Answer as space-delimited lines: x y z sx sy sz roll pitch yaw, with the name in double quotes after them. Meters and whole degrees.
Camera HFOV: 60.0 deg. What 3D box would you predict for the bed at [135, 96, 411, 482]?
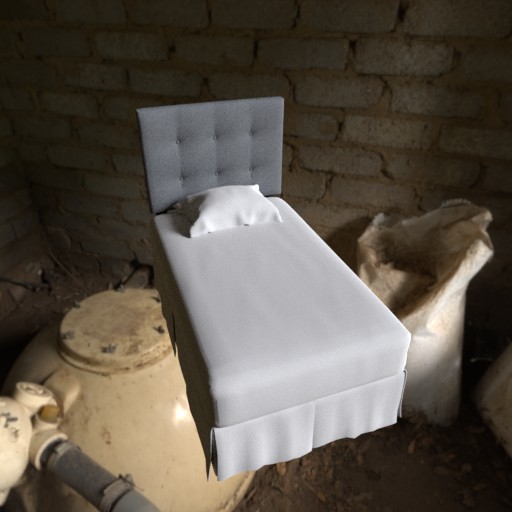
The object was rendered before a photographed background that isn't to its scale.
0.000 0.000 2.969 1.261 1.571 1.997 -11 34 -17 "bed"
